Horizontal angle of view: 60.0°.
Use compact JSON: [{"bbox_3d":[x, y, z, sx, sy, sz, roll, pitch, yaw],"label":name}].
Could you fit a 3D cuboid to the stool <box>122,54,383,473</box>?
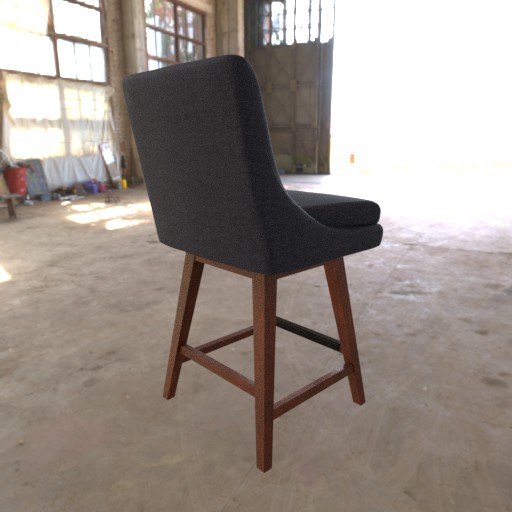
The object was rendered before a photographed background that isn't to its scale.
[{"bbox_3d":[0.000,0.000,1.180,0.524,0.895,0.467,-13,20,-42],"label":"stool"}]
